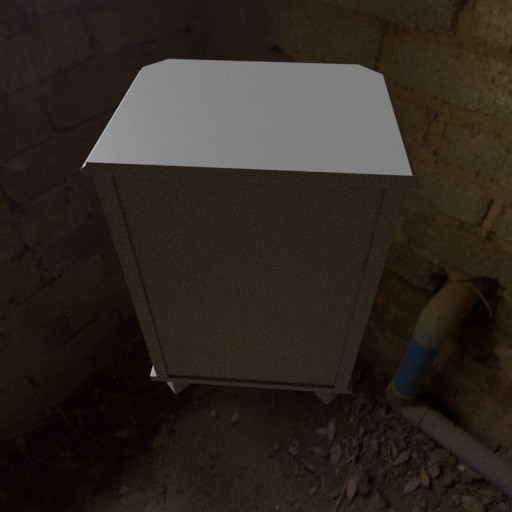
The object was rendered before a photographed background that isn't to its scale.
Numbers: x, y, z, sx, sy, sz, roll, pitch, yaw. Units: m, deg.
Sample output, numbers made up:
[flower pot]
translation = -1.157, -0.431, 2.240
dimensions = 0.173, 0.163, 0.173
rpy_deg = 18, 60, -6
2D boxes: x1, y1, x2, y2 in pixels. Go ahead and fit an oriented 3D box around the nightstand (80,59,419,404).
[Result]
[nightstand]
translation = 0.000, 0.000, 0.940
dimensions = 0.450, 0.680, 0.350
rpy_deg = 3, 46, 3
